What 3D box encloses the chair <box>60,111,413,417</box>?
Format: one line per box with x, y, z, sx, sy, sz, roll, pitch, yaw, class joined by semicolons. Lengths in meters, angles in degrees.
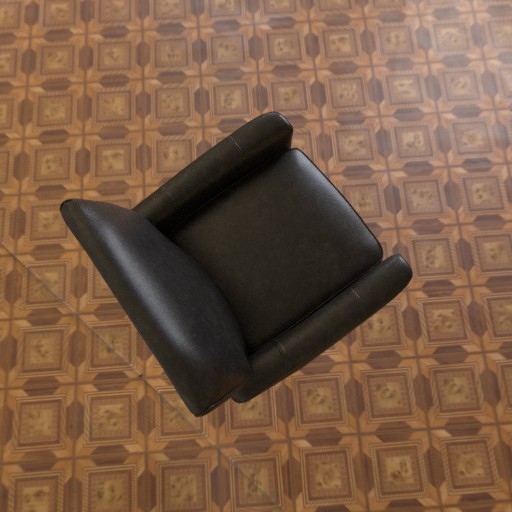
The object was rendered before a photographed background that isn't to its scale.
0.000;0.000;1.635;0.864;1.014;0.848;-35;78;-9;chair
